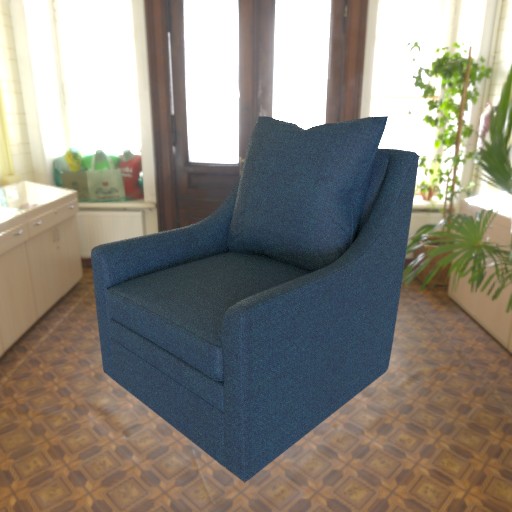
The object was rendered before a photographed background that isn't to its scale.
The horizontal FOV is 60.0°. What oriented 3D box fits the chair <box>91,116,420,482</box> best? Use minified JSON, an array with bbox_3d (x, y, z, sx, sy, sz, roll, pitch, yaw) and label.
[{"bbox_3d":[0.000,0.000,1.557,0.750,0.939,0.870,16,24,42],"label":"chair"}]
